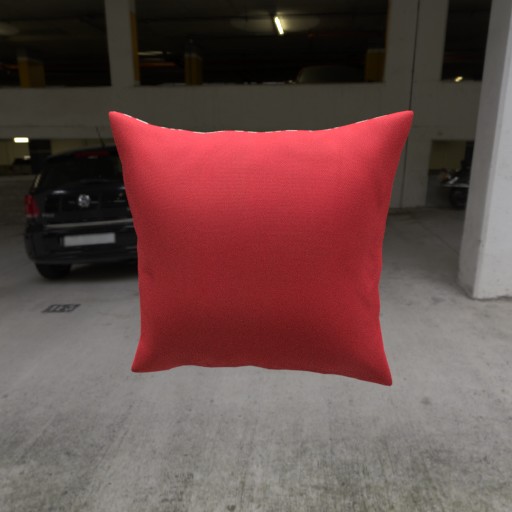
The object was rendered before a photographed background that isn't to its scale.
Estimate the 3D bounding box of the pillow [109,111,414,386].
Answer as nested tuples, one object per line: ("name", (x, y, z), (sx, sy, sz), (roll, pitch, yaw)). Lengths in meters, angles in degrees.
("pillow", (0.000, 0.000, 0.811), (0.522, 0.507, 0.192), (2, 15, 7))
